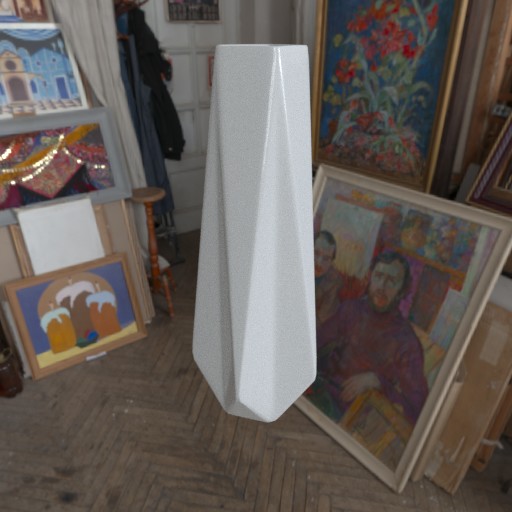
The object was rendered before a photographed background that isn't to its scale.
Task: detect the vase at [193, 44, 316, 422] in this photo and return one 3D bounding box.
[{"bbox_3d":[0.000,0.000,0.383,0.122,0.329,0.116,7,27,14],"label":"vase"}]
